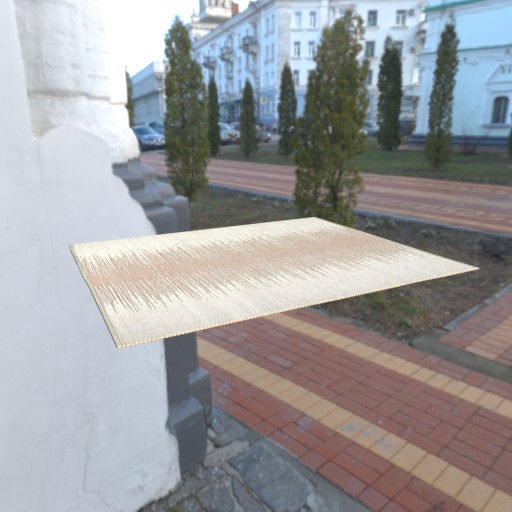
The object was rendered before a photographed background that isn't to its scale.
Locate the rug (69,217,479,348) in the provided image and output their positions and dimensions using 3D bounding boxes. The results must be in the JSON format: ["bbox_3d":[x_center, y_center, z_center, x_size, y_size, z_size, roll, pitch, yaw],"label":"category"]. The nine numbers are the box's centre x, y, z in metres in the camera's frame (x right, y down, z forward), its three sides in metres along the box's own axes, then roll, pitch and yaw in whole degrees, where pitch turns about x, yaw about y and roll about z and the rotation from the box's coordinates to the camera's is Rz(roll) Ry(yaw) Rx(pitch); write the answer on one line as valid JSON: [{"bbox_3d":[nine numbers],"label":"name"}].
[{"bbox_3d":[0.000,0.000,4.154,3.048,0.013,2.438,-9,19,-26],"label":"rug"}]
